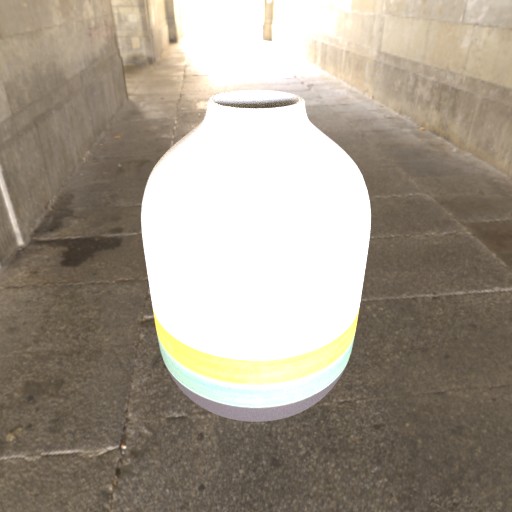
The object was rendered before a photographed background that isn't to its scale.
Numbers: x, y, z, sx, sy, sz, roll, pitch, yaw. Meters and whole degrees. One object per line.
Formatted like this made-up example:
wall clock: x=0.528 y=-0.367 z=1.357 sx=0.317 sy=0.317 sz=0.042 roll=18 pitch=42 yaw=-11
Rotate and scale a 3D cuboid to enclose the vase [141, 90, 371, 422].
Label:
vase: x=0.000 y=0.000 z=0.352 sx=0.169 sy=0.240 sz=0.169 roll=0 pitch=31 yaw=0
